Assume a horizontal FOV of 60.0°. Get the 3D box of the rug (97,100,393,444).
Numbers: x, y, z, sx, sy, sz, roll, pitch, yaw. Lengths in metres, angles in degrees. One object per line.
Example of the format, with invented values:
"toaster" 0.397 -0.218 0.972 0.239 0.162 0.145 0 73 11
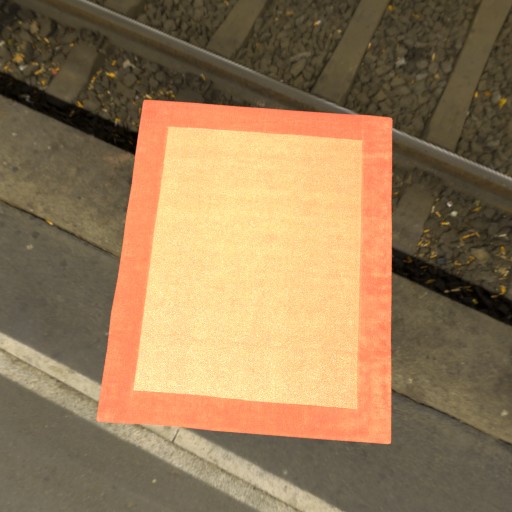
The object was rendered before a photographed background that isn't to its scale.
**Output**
"rug" 0.000 0.000 3.965 2.430 0.018 2.976 4 76 1
